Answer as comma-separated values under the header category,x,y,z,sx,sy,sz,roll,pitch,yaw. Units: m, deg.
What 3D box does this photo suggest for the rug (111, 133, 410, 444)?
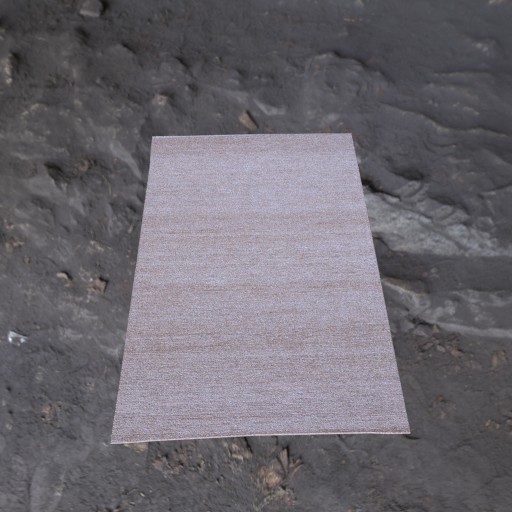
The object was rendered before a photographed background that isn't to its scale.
category,x,y,z,sx,sy,sz,roll,pitch,yaw
rug,0.000,0.000,2.943,1.596,0.030,2.283,-1,58,-1
